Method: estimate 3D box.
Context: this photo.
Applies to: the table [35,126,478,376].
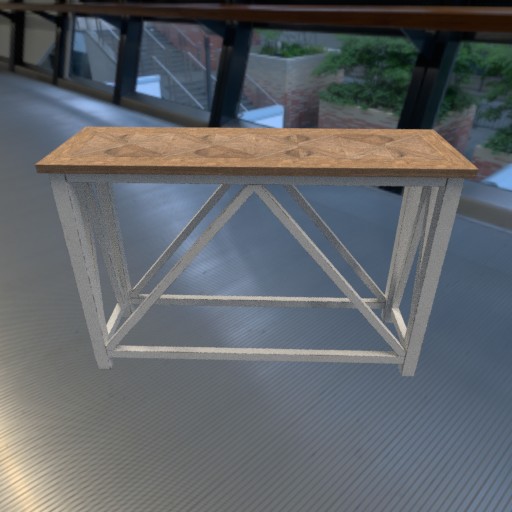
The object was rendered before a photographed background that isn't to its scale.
[{"bbox_3d":[0.000,0.000,1.830,1.400,0.930,0.450,1,31,1],"label":"table"}]
